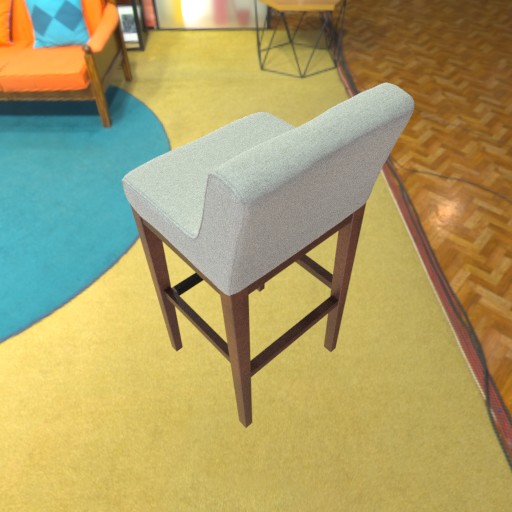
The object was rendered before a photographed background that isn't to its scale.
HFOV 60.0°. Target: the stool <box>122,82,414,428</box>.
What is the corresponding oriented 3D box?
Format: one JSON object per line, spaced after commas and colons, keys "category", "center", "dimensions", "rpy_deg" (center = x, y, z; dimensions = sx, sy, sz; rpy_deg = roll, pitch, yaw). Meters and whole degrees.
{"category": "stool", "center": [0.000, 0.000, 1.317], "dimensions": [0.511, 1.037, 0.500], "rpy_deg": [-34, 55, -28]}
